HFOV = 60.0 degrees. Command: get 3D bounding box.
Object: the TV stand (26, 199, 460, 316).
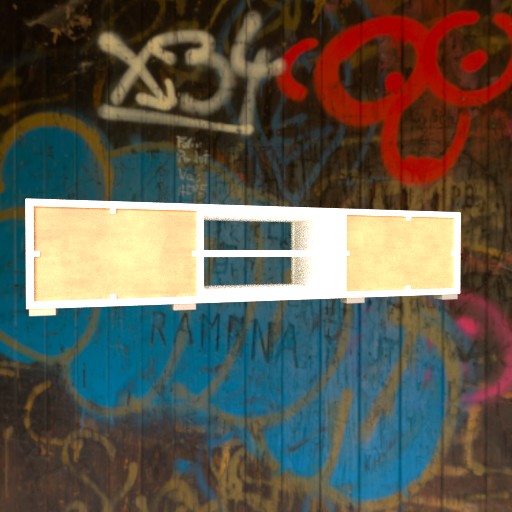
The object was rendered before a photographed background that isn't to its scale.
[{"bbox_3d":[0.000,0.000,1.576,1.400,0.310,0.420,0,1,-17],"label":"TV stand"}]
